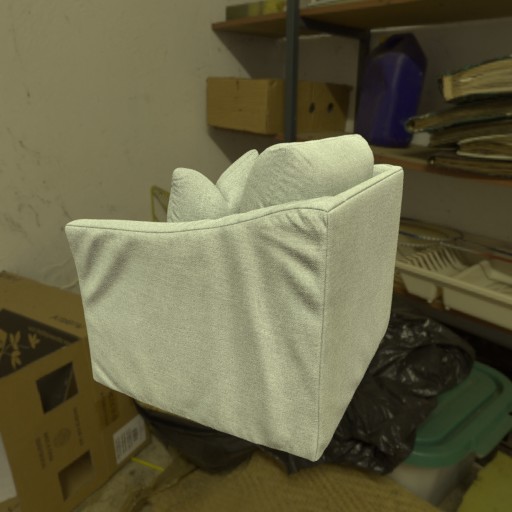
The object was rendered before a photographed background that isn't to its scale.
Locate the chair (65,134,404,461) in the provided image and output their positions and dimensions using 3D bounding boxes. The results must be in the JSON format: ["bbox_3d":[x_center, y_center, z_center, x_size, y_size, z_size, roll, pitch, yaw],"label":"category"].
[{"bbox_3d":[0.000,0.000,2.024,1.071,1.059,1.194,9,19,26],"label":"chair"}]
